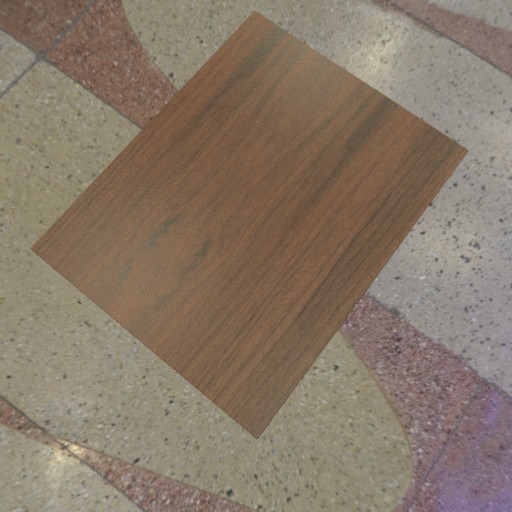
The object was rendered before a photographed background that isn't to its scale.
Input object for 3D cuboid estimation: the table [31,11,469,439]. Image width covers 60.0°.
[{"bbox_3d":[0.000,0.000,0.909,0.381,0.636,0.480,37,79,9],"label":"table"}]
